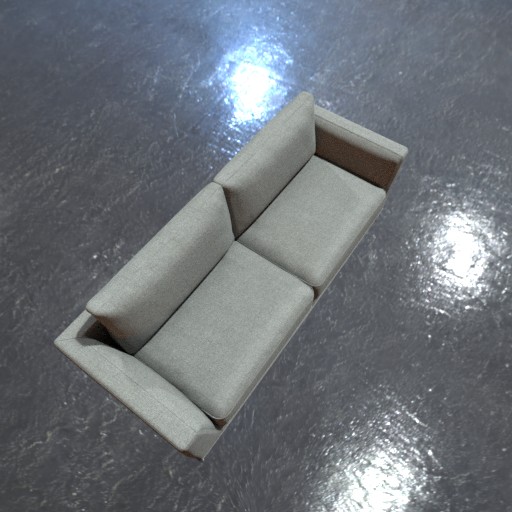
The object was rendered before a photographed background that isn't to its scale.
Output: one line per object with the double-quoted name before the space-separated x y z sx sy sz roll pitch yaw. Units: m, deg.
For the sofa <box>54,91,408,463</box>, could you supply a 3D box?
"sofa" 0.000 0.000 2.690 0.869 1.002 2.212 32 64 18
